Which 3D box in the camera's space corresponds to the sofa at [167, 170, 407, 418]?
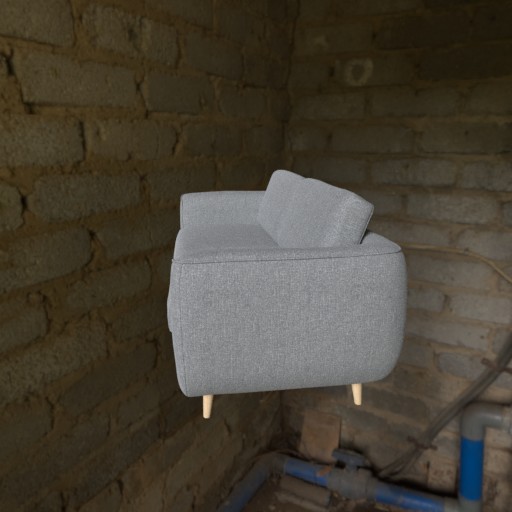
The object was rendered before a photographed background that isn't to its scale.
[{"bbox_3d":[0.000,0.000,2.464,0.920,0.870,2.000,-2,15,-8],"label":"sofa"}]
